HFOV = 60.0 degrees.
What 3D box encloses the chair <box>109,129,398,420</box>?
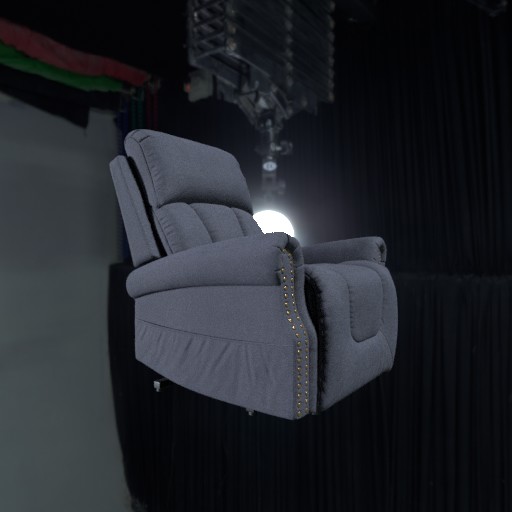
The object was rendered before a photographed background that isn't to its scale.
[{"bbox_3d":[0.000,0.000,1.770,0.979,1.031,0.871,1,1,36],"label":"chair"}]
